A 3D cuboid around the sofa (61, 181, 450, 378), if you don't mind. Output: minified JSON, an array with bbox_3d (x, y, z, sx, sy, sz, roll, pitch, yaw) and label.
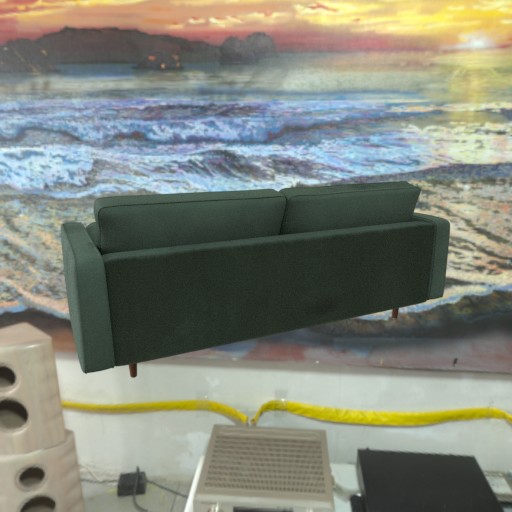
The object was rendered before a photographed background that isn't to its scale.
[{"bbox_3d":[0.000,0.000,2.369,1.880,0.772,0.916,-7,16,-25],"label":"sofa"}]
